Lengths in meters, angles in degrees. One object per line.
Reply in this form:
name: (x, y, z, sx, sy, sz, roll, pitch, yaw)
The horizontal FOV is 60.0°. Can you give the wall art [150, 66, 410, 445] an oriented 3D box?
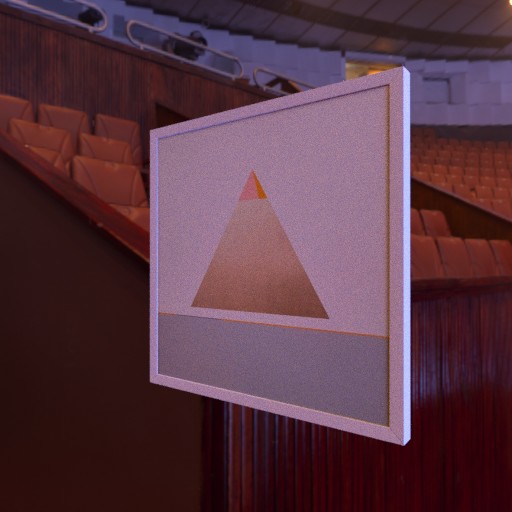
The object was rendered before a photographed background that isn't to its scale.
wall art: (0.000, 0.000, 1.136, 0.768, 0.765, 0.041, 0, 0, 36)
